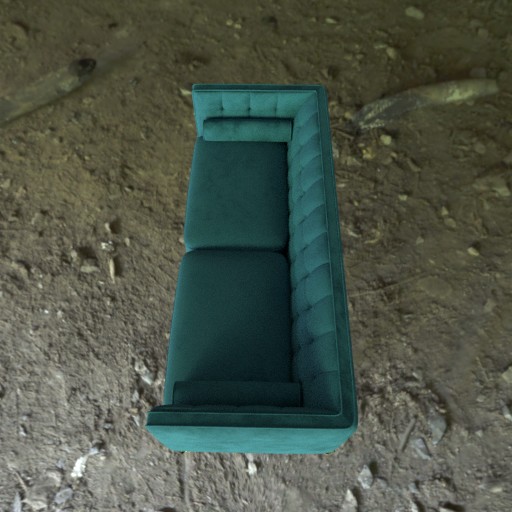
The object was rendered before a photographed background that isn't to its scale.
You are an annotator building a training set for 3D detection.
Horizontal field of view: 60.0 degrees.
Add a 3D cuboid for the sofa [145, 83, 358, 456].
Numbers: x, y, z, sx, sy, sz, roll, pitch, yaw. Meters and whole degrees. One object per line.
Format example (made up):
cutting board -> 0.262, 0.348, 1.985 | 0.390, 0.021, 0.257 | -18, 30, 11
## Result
sofa -> 0.000, 0.000, 2.575 | 0.867, 0.789, 2.087 | 1, 59, 1
